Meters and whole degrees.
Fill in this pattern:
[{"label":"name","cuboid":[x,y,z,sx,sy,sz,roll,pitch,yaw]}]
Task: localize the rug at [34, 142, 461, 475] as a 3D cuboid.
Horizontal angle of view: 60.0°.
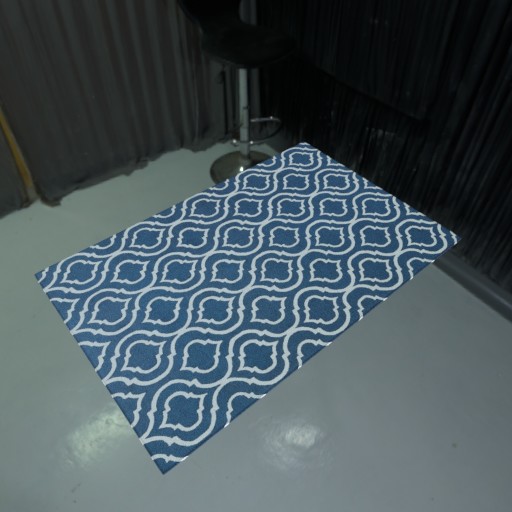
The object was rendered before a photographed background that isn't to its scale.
[{"label":"rug","cuboid":[0.000,0.000,2.155,1.753,0.010,1.143,-31,54,-26]}]
